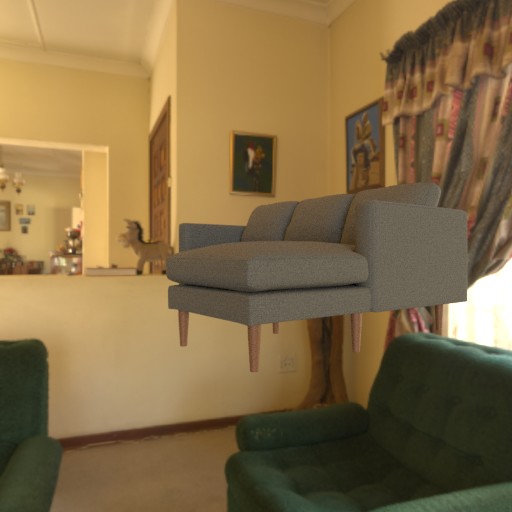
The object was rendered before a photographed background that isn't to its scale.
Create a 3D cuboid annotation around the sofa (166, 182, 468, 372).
[{"bbox_3d":[0.000,0.000,2.917,1.591,0.897,2.031,0,0,-36],"label":"sofa"}]
